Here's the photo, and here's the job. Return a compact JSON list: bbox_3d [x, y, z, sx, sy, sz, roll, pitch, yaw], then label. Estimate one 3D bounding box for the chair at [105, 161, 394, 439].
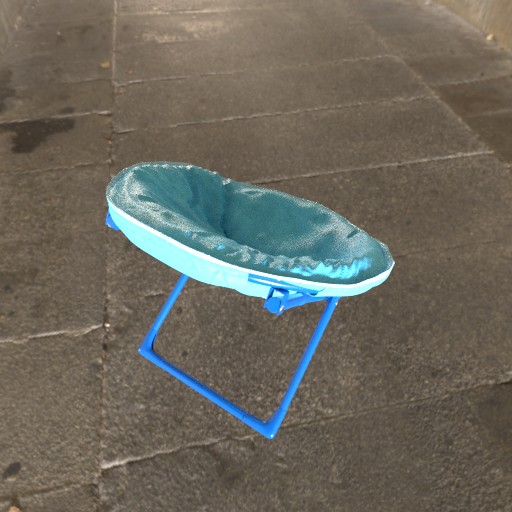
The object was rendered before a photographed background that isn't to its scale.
[{"bbox_3d":[0.000,0.000,0.898,0.520,0.478,0.465,26,51,22],"label":"chair"}]
